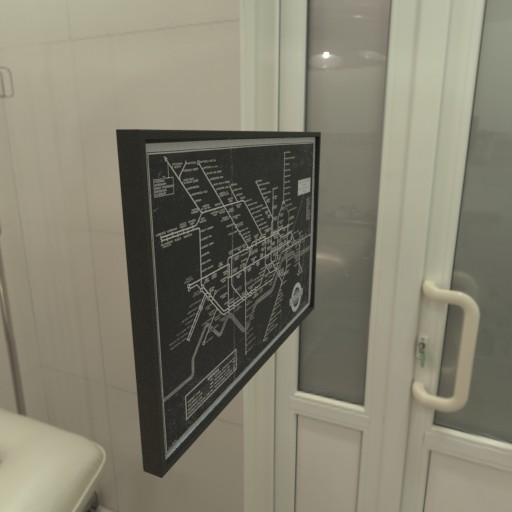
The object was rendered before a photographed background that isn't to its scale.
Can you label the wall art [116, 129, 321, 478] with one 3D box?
[{"bbox_3d":[0.000,0.000,0.556,0.021,0.301,0.443,7,17,24],"label":"wall art"}]
